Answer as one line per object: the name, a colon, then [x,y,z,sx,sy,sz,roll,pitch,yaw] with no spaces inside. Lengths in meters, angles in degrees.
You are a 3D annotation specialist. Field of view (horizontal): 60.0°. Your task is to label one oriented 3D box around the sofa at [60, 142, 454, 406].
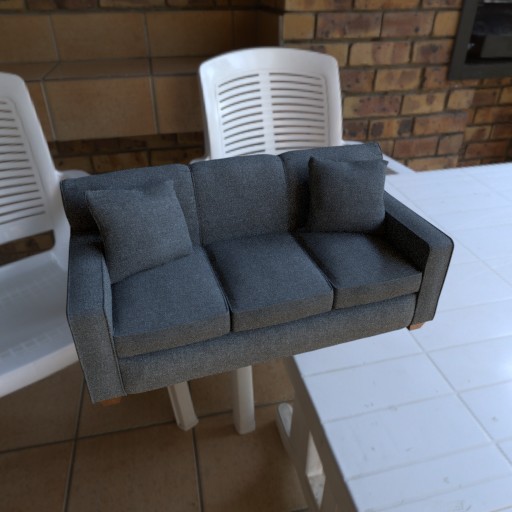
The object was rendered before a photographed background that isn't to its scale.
sofa: [0.000,0.000,2.605,2.024,0.958,0.997,-10,34,-15]
